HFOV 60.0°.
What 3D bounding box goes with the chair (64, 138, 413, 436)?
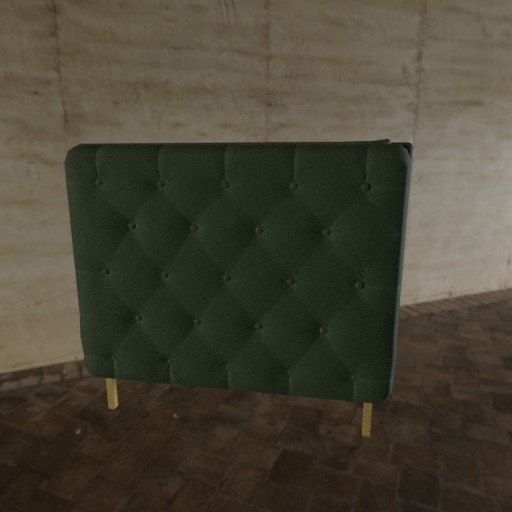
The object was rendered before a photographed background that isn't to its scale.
[{"bbox_3d":[0.000,0.000,1.522,0.855,0.768,0.917,2,14,10],"label":"chair"}]
